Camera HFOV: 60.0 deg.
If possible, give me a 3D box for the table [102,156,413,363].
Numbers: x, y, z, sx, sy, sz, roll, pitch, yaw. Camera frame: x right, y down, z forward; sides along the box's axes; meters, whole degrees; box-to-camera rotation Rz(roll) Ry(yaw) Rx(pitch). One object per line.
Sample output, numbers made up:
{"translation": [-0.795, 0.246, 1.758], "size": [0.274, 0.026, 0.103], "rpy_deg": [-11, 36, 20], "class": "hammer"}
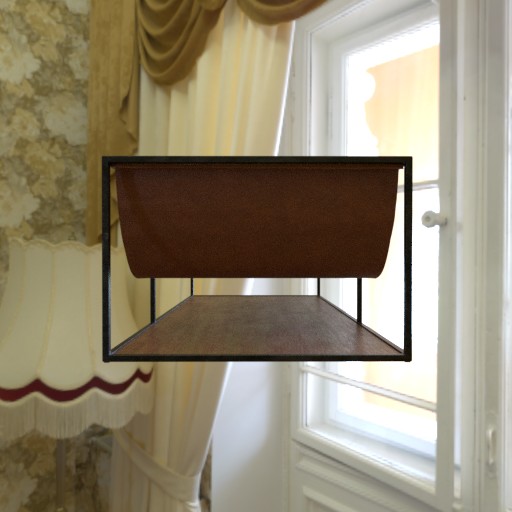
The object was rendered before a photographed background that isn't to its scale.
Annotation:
{"translation": [0.000, 0.000, 1.451], "size": [0.597, 0.403, 1.199], "rpy_deg": [0, 0, 0], "class": "table"}
